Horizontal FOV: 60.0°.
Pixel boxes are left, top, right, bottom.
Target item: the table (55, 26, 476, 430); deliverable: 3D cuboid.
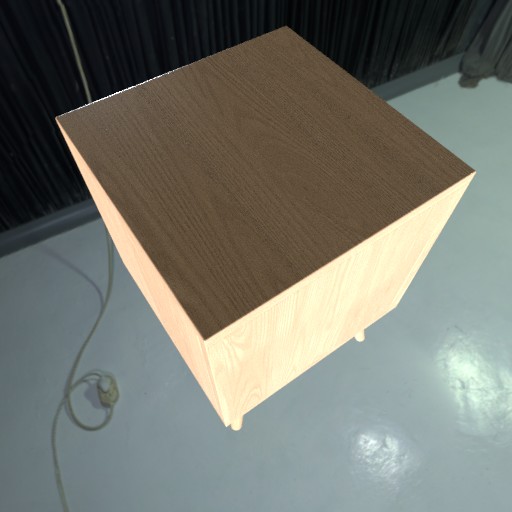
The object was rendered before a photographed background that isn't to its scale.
[{"bbox_3d":[0.000,0.000,0.816,0.400,0.550,0.400,-30,62,-18],"label":"table"}]
